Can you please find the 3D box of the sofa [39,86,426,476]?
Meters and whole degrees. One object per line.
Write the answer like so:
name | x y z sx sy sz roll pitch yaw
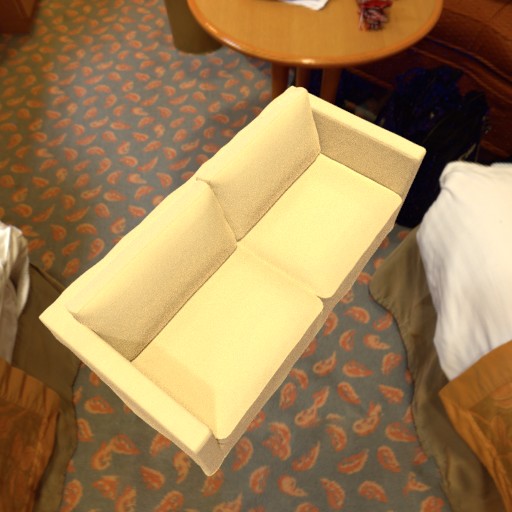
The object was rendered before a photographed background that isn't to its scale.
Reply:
sofa | 0.000 0.000 2.446 0.940 0.870 1.987 33 64 18
